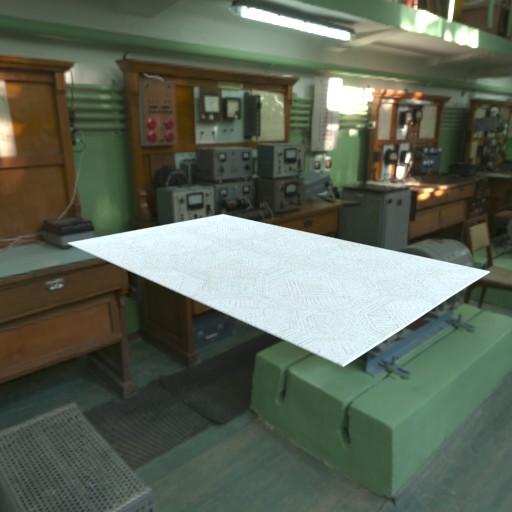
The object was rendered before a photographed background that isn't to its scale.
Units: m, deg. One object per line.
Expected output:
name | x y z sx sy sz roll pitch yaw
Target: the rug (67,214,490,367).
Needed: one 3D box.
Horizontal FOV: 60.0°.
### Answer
rug | 0.000 0.000 2.965 1.524 0.008 2.440 -16 23 -42
